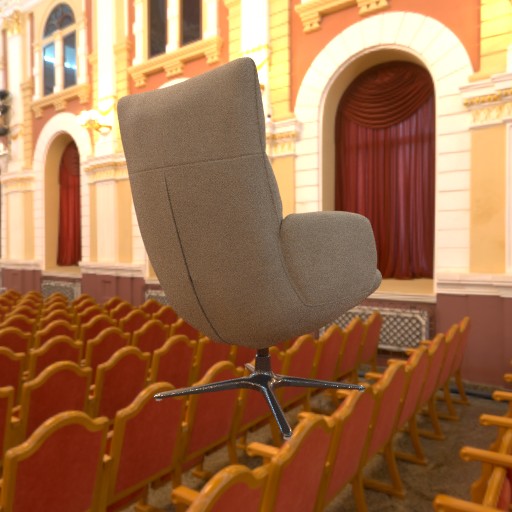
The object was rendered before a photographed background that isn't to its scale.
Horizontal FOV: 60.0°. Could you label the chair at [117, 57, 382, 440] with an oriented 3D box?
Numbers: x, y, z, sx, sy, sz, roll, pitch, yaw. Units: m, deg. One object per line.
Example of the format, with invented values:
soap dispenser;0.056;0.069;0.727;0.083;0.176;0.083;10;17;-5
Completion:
chair;0.000;0.000;1.572;0.711;1.016;0.889;1;1;36
